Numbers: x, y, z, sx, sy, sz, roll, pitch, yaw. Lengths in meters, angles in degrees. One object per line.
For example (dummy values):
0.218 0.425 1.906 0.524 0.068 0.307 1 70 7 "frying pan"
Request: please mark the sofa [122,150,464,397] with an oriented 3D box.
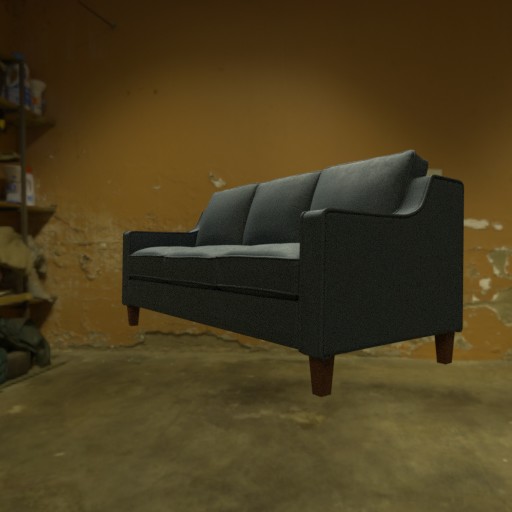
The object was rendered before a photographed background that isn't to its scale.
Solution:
0.000 0.000 2.552 0.911 0.974 1.986 0 0 -36 "sofa"
